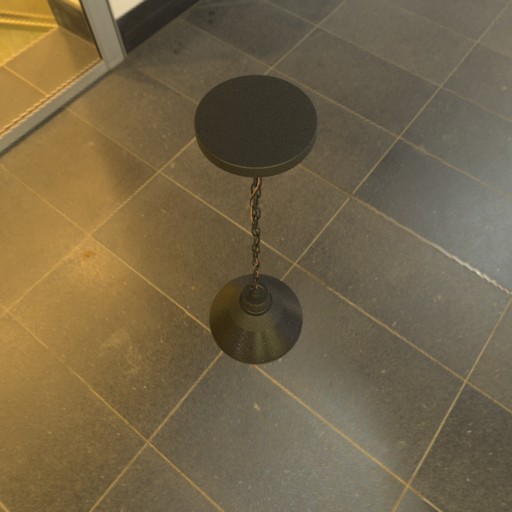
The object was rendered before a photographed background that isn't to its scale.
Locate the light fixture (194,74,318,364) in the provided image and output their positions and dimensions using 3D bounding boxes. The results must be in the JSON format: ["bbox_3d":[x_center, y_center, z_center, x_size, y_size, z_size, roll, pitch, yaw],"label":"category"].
[{"bbox_3d":[0.000,0.000,0.689,0.201,0.588,0.201,17,64,8],"label":"light fixture"}]
